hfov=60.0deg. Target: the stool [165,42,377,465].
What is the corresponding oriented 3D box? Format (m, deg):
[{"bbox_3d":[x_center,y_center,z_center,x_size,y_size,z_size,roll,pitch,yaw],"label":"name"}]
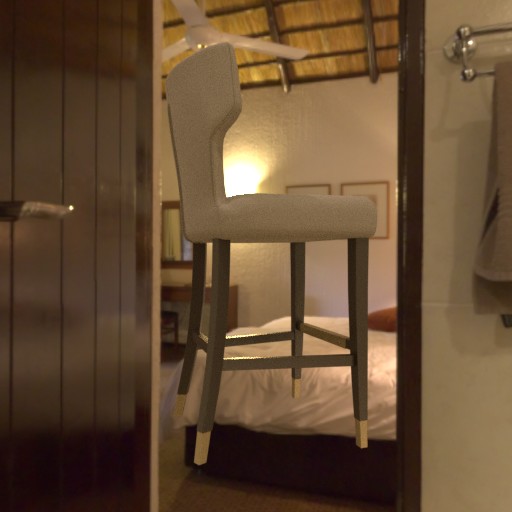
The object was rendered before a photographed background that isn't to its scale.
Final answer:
[{"bbox_3d":[0.000,0.000,1.408,0.563,1.092,0.526,0,0,-19],"label":"stool"}]
